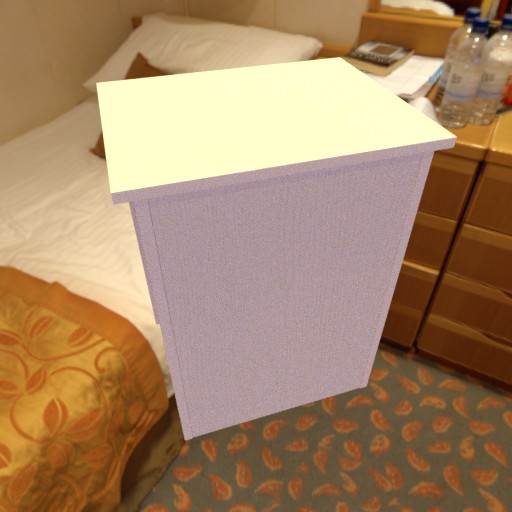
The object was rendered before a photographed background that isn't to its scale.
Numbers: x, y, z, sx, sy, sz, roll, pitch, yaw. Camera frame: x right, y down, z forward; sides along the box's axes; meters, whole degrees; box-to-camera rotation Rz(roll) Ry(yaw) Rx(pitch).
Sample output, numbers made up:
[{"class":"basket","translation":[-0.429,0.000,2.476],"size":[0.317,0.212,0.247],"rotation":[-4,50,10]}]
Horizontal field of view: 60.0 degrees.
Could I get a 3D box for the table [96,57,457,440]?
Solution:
[{"class":"table","translation":[0.000,0.000,0.920],"size":[0.480,0.635,0.381],"rotation":[-12,42,-13]}]
